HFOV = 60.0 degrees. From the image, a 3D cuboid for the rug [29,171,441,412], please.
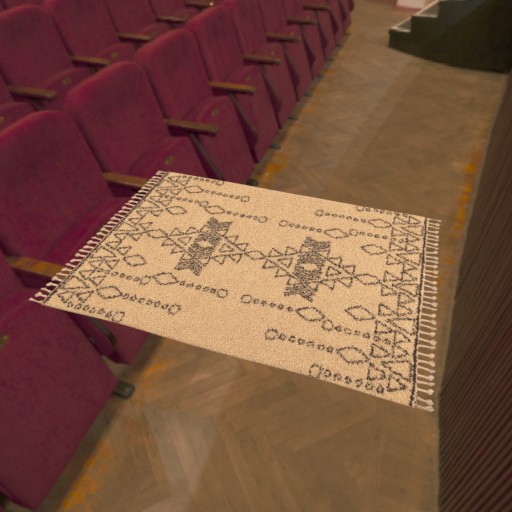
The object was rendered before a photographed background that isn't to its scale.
[{"bbox_3d":[0.000,0.000,3.840,3.027,0.028,2.125,12,42,14],"label":"rug"}]
